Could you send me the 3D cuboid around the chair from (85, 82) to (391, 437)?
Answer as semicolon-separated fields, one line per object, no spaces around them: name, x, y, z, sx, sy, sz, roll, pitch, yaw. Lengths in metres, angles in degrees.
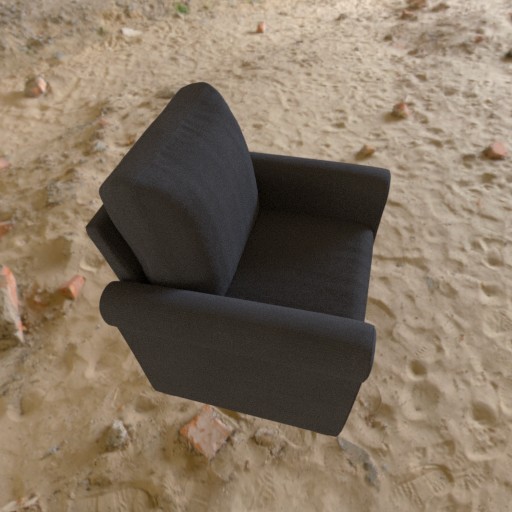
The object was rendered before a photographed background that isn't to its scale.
chair;0.000;0.000;1.554;0.828;0.942;0.867;11;47;10
